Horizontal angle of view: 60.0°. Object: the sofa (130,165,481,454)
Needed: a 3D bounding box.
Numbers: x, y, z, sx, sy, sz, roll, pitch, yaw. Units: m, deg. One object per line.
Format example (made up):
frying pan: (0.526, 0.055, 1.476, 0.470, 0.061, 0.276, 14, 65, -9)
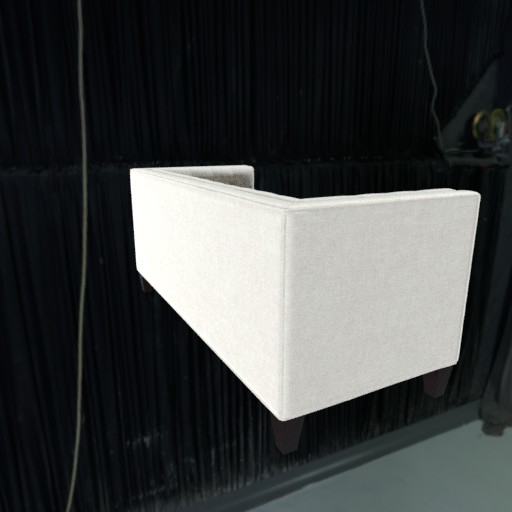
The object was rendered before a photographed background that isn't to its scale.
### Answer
sofa: (0.000, 0.000, 2.154, 0.775, 0.762, 1.778, -8, 17, -27)
